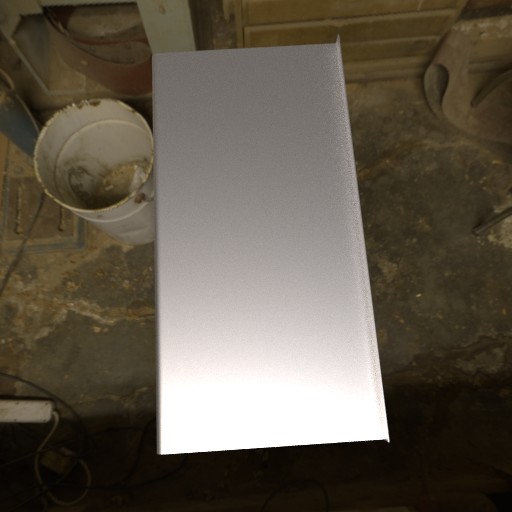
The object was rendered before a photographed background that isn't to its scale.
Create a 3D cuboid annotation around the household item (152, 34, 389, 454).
[{"bbox_3d":[0.000,0.000,1.687,0.610,0.851,1.219,-4,77,-1],"label":"household item"}]
